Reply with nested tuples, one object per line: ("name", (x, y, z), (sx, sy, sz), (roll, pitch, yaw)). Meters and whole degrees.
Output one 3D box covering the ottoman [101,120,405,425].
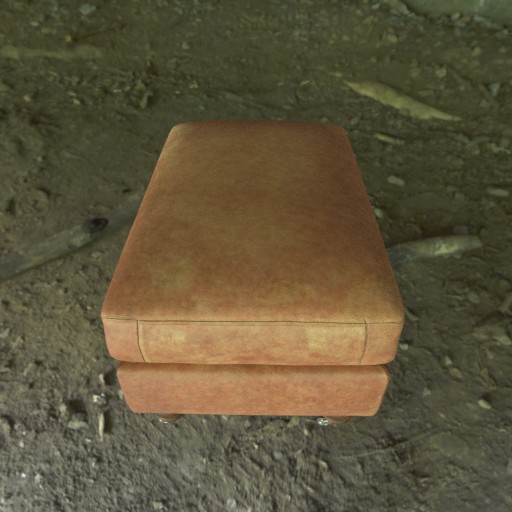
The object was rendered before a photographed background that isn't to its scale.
("ottoman", (0.000, 0.000, 1.192), (0.565, 0.507, 0.852), (1, 40, 1))
